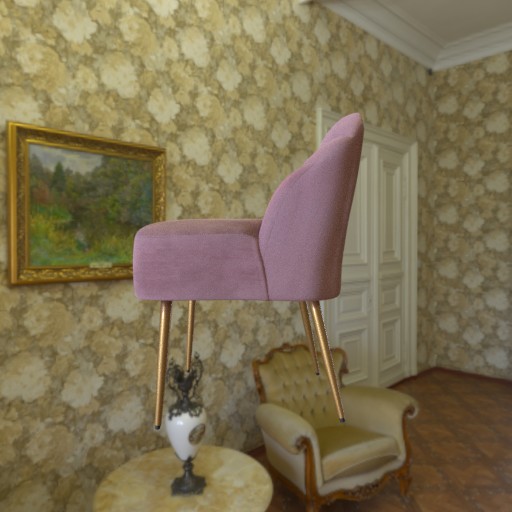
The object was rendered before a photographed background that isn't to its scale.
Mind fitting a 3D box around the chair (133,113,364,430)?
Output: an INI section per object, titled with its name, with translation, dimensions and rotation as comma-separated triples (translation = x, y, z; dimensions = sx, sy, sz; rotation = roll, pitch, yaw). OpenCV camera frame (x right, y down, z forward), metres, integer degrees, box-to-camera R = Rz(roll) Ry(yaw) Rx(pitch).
[chair]
translation = 0.000, 0.000, 1.301
dimensions = 0.599, 0.819, 0.657
rotation = 0, 1, 0
